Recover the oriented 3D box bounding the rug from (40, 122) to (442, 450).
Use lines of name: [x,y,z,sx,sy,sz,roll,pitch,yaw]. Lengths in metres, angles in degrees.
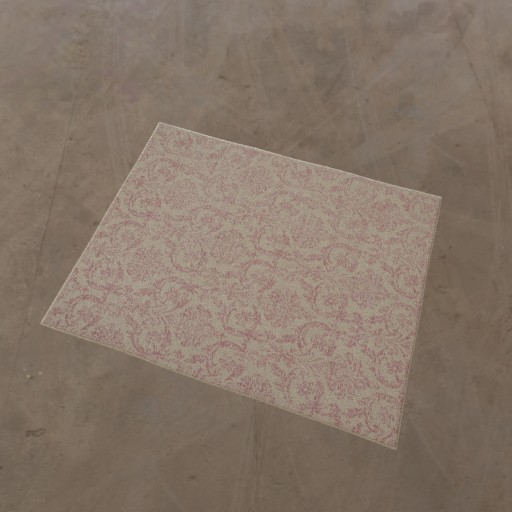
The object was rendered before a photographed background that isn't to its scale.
rug: [0.000,0.000,3.973,2.980,0.012,2.363,17,64,9]
